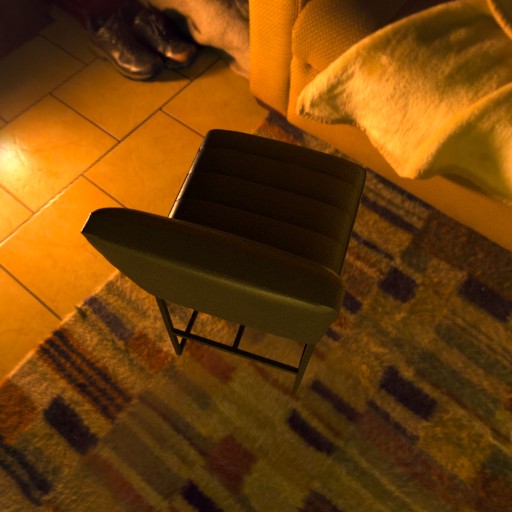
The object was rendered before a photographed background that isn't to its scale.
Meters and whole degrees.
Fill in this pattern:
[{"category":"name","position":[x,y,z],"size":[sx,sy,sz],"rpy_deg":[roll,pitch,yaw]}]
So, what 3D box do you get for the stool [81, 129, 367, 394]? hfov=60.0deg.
[{"category":"stool","position":[0.000,0.000,1.219],"size":[0.457,0.938,0.552],"rpy_deg":[16,64,8]}]
